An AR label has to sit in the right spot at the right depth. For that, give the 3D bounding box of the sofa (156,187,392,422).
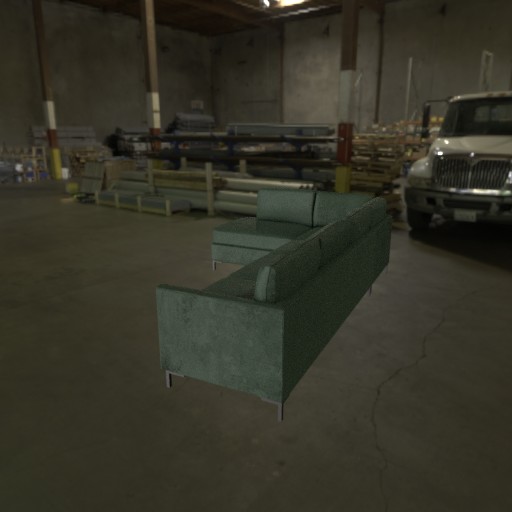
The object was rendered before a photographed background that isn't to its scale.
[{"bbox_3d":[0.000,0.000,4.434,2.048,0.996,3.384,8,17,26],"label":"sofa"}]
